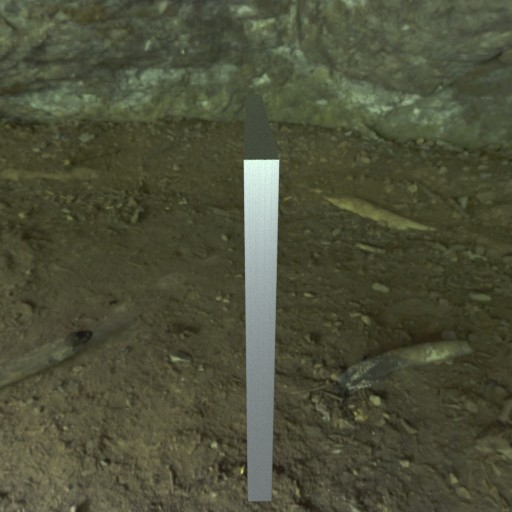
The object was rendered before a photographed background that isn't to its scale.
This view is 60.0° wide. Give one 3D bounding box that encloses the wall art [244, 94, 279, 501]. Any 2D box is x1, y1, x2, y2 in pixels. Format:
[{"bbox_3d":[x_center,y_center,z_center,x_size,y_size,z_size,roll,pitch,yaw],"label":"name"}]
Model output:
[{"bbox_3d":[0.000,0.000,0.742,0.032,0.456,0.557,0,26,-1],"label":"wall art"}]
